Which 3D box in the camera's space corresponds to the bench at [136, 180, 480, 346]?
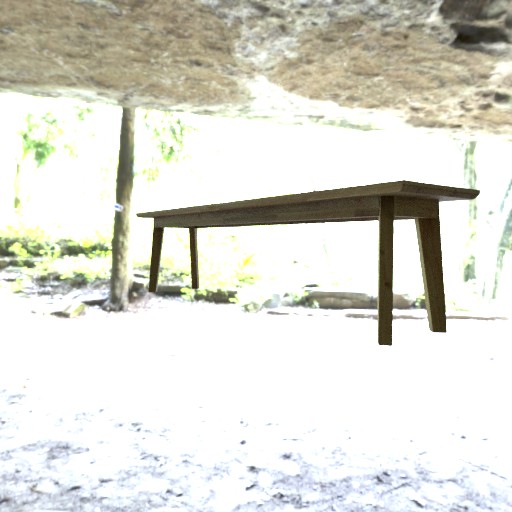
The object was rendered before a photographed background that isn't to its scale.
[{"bbox_3d":[0.000,0.000,1.878,0.378,0.431,1.698,-2,3,-37],"label":"bench"}]
